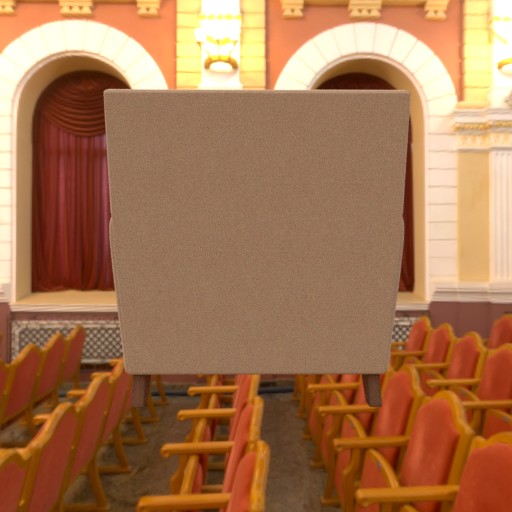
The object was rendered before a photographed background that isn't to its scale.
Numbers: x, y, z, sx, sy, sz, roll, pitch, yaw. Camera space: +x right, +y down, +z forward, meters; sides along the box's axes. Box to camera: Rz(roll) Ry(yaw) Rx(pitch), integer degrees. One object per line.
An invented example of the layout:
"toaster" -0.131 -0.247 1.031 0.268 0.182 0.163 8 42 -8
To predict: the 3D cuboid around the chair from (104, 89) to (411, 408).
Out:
"chair" 0.000 0.000 1.527 0.840 0.846 0.871 0 -1 -1
